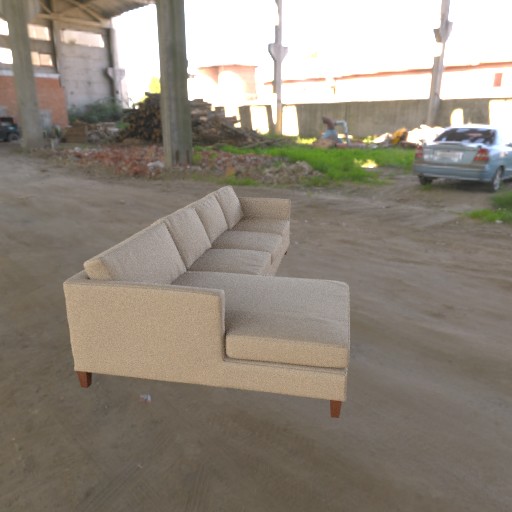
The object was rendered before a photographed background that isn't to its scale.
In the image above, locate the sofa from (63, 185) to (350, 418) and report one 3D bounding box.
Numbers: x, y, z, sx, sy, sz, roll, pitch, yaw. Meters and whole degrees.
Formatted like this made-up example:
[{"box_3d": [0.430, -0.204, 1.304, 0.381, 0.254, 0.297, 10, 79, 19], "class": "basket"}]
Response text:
[{"box_3d": [0.000, 0.000, 3.905, 1.625, 0.846, 3.186, 3, 17, 11], "class": "sofa"}]
